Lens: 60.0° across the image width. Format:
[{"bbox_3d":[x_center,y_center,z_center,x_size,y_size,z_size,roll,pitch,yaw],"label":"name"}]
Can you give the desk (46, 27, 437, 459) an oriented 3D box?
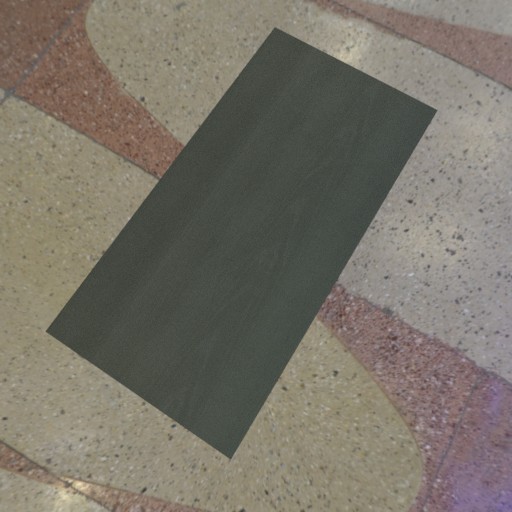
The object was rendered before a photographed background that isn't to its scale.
[{"bbox_3d":[0.000,0.000,1.444,0.499,0.762,0.991,31,76,8],"label":"desk"}]
